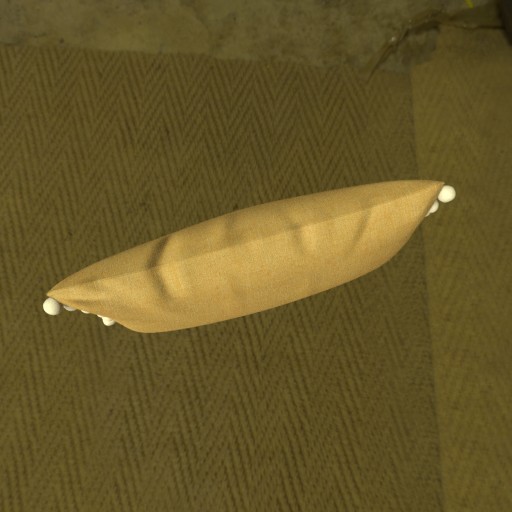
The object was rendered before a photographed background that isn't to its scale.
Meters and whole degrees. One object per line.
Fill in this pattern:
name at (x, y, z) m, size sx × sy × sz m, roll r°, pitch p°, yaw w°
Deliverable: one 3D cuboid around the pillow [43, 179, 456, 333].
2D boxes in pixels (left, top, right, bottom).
pillow at (0.000, 0.000, 0.847) m, size 0.709 × 0.322 × 0.201 m, roll -16°, pitch 77°, yaw -4°
